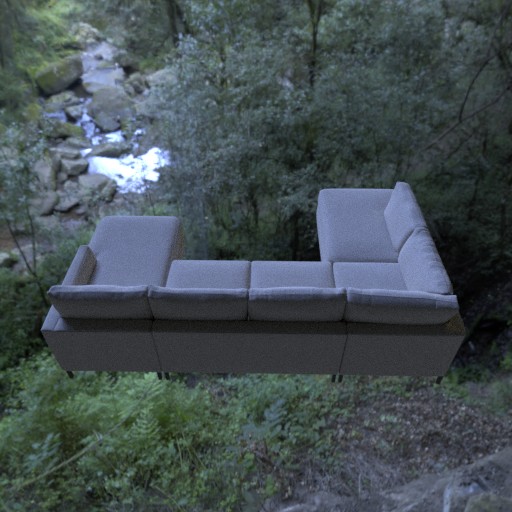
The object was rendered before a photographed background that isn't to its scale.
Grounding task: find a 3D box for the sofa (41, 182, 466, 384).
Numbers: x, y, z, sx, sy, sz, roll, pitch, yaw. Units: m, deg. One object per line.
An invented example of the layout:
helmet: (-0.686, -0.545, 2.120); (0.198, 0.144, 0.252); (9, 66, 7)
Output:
sofa: (0.000, 0.000, 3.865); (2.984, 0.862, 1.989); (1, 43, 1)
